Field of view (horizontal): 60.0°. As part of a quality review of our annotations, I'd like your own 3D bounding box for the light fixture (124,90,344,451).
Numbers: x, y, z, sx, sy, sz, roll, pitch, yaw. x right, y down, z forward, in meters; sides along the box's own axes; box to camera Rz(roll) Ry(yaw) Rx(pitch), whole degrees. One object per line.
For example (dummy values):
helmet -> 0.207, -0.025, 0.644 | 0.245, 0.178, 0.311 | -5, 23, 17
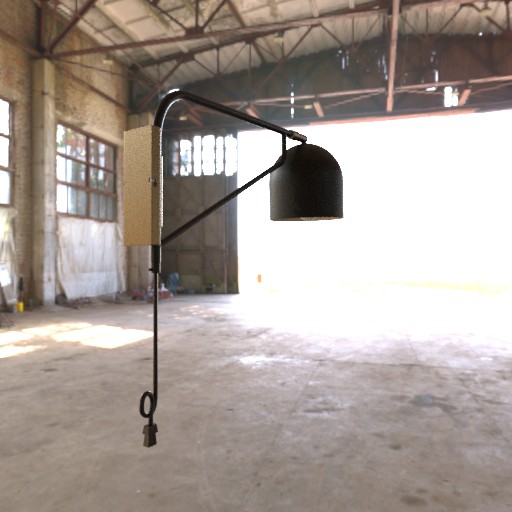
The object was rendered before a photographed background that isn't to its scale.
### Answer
light fixture -> 0.000, 0.000, 1.065 | 0.215, 0.696, 0.720 | 0, -1, 35
